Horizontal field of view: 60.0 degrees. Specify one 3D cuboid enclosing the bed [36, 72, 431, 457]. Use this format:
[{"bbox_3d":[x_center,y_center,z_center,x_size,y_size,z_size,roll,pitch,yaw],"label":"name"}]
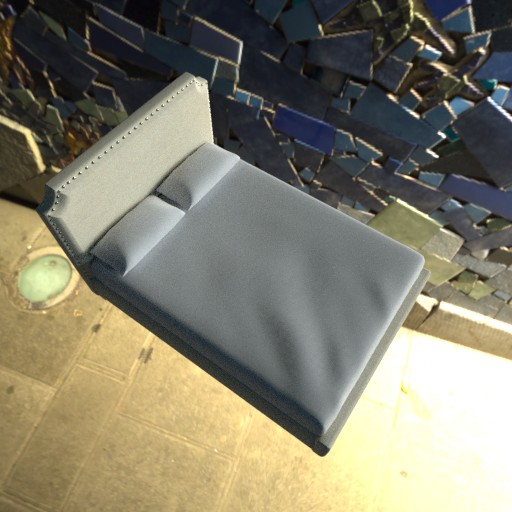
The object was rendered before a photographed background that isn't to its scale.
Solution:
[{"bbox_3d":[0.000,0.000,3.444,2.381,1.457,1.713,31,63,18],"label":"bed"}]
